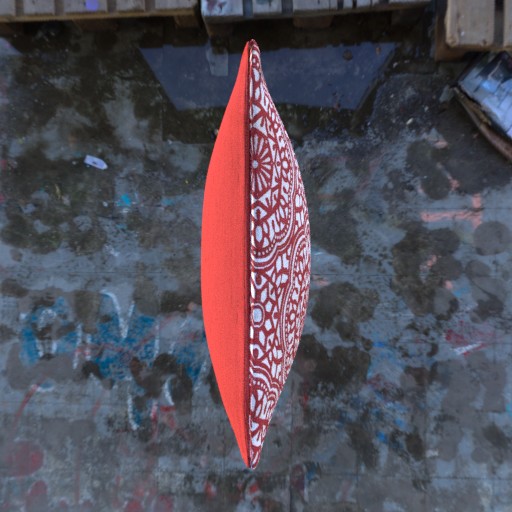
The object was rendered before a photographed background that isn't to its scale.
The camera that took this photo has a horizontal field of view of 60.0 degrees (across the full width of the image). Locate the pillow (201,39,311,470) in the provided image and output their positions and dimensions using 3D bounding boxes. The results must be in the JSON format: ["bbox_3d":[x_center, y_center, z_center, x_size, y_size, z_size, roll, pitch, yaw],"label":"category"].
[{"bbox_3d":[0.000,0.000,0.654,0.162,0.419,0.438,0,90,2],"label":"pillow"}]
